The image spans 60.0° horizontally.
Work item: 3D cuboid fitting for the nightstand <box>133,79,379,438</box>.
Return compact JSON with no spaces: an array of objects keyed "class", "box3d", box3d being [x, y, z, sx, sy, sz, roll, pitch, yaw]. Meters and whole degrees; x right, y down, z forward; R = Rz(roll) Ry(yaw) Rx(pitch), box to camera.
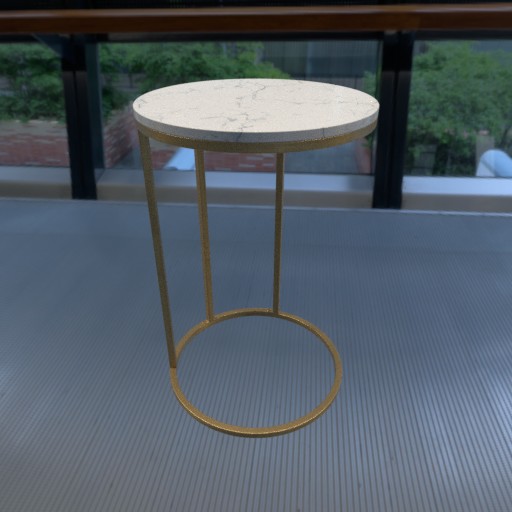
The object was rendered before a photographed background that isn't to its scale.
[{"class":"nightstand","box3d":[0.000,0.000,0.896,0.400,0.610,0.400,-22,38,-33]}]
